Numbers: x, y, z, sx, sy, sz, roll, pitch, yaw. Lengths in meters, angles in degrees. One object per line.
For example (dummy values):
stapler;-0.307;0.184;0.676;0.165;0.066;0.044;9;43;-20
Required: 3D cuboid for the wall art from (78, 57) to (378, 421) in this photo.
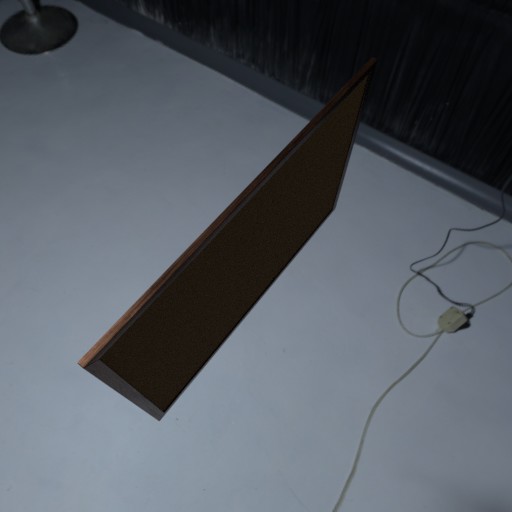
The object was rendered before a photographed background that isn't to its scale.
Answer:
wall art;0.000;0.000;1.027;0.014;0.559;0.816;34;67;17
